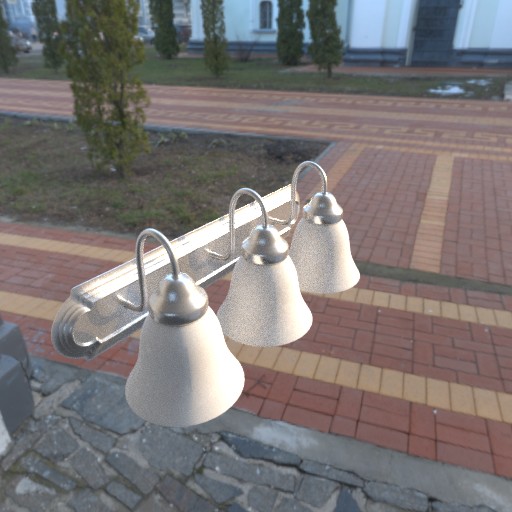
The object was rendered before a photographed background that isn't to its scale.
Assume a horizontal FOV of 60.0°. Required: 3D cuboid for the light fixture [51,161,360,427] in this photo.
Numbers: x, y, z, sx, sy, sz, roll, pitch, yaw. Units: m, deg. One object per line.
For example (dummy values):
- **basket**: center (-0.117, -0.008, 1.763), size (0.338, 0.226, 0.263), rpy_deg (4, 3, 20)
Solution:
- **light fixture**: center (0.000, 0.000, 0.719), size (0.199, 0.222, 0.610), rpy_deg (18, 32, 31)
